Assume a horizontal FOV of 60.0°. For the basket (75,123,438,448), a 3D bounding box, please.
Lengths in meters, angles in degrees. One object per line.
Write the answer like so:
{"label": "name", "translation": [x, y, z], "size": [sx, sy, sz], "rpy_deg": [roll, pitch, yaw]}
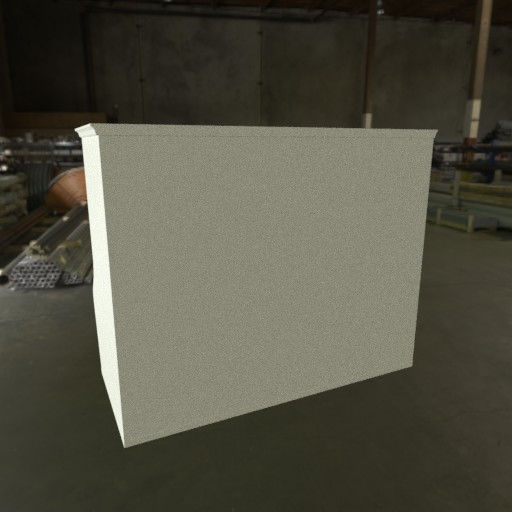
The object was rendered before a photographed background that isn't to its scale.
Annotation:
{"label": "basket", "translation": [0.000, 0.000, 1.141], "size": [0.792, 0.625, 0.376], "rpy_deg": [-7, 16, -25]}
